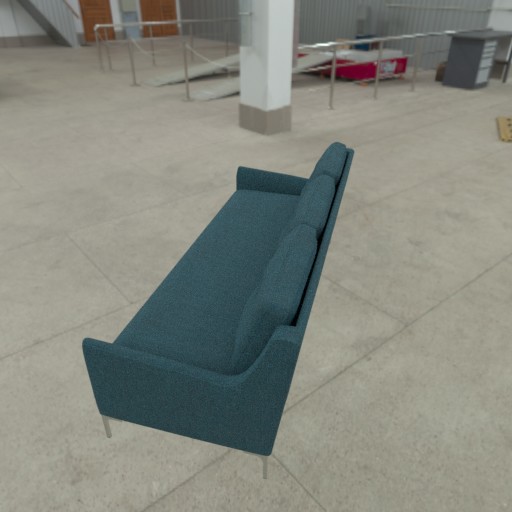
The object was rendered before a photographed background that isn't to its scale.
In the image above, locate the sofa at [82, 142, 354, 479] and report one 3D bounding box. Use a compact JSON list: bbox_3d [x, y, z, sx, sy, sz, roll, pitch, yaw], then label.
[{"bbox_3d":[0.000,0.000,2.489,0.849,0.837,2.060,8,32,13],"label":"sofa"}]
